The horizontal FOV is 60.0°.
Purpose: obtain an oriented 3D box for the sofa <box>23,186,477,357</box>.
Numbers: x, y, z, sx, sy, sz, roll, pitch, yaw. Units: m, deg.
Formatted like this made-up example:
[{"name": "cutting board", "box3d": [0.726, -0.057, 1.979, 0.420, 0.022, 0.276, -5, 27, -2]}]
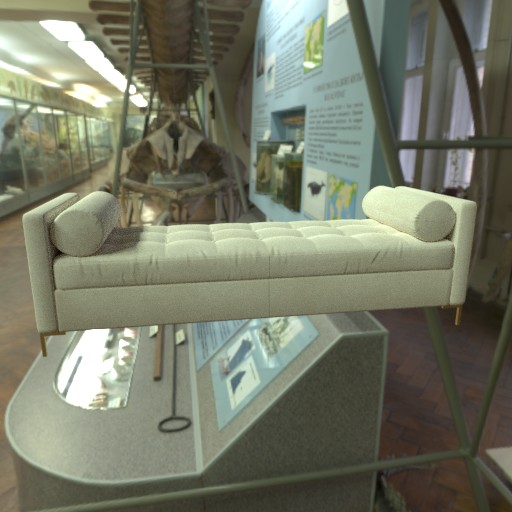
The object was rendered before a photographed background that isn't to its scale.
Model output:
[{"name": "sofa", "box3d": [0.000, 0.000, 2.292, 1.981, 0.635, 0.686, -3, 15, -9]}]
